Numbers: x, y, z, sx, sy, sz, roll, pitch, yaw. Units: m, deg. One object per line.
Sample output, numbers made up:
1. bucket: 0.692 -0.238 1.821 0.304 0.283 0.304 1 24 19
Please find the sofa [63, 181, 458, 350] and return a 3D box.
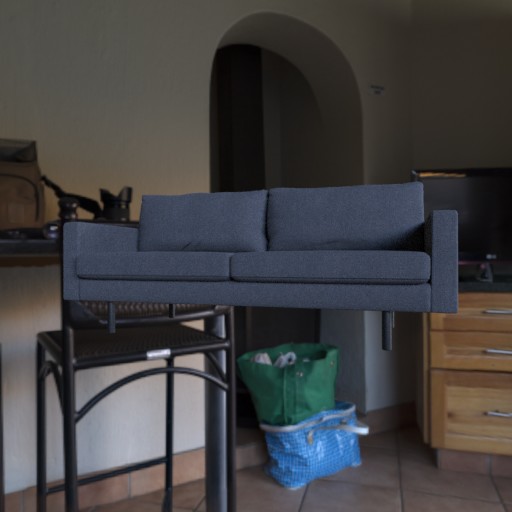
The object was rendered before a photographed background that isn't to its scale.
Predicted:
1. sofa: 0.000 0.000 2.618 2.100 0.880 0.880 0 0 18
